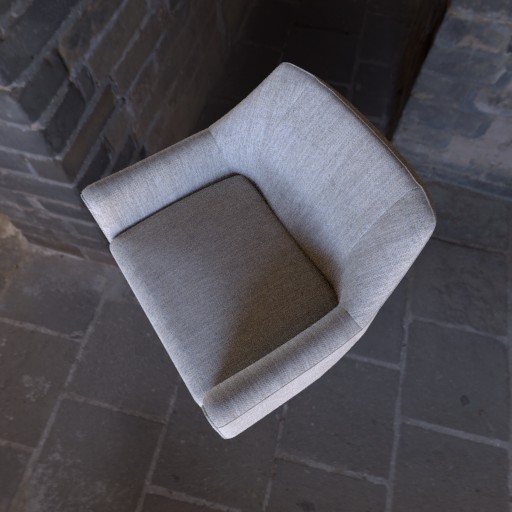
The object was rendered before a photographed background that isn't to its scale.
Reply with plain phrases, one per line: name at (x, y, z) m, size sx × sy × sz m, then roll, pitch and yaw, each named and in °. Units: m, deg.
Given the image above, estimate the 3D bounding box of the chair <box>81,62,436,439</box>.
chair at (0.000, 0.000, 1.401) m, size 0.758 × 0.761 × 0.796 m, roll -30°, pitch 68°, yaw -14°
